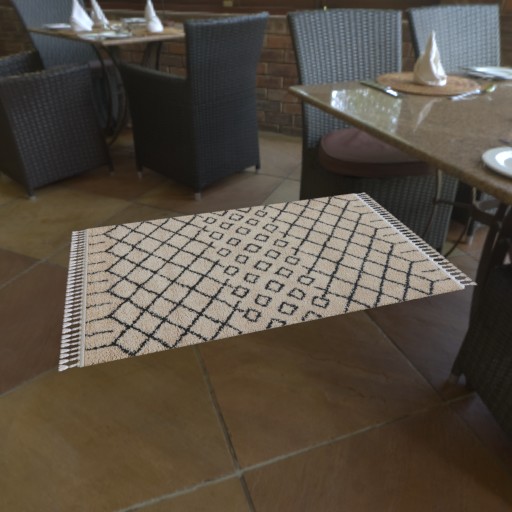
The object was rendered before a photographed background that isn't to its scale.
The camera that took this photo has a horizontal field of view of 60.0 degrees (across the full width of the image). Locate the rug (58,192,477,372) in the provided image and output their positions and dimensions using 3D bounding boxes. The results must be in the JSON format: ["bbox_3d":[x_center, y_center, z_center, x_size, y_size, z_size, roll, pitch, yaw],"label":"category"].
[{"bbox_3d":[0.000,0.000,2.493,2.006,0.008,1.196,-9,33,-14],"label":"rug"}]
